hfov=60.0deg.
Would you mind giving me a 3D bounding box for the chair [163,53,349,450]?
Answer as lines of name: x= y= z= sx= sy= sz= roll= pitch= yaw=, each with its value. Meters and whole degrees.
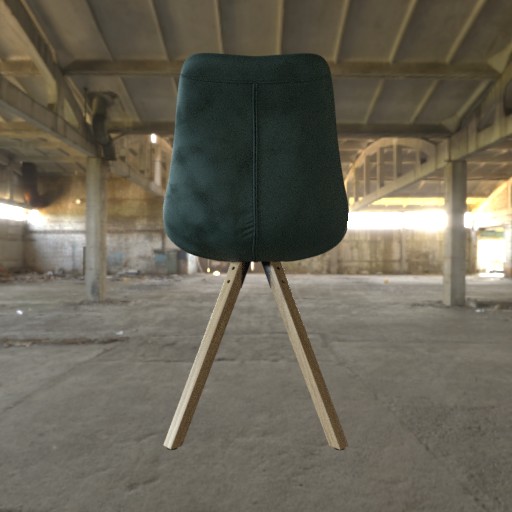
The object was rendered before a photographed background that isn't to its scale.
chair: x=0.000 y=0.000 z=1.199 sx=0.483 sy=0.865 sz=0.547 roll=0 pitch=0 yaw=0
